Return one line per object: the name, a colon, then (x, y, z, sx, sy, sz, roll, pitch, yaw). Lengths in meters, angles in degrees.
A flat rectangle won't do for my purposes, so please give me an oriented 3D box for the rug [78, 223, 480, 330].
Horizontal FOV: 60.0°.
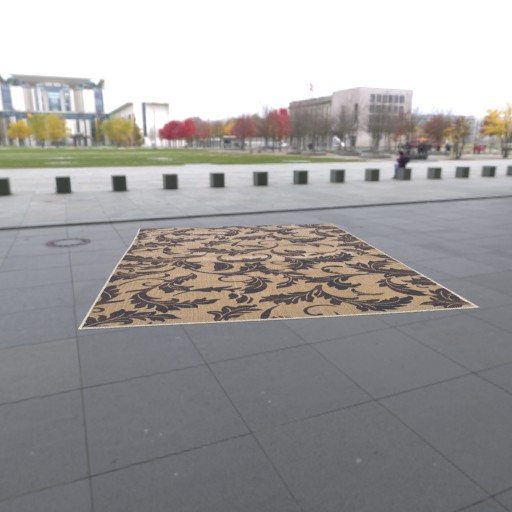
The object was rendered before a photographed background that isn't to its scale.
rug: (0.000, 0.000, 3.979, 2.380, 0.008, 2.977, -2, 14, -8)
